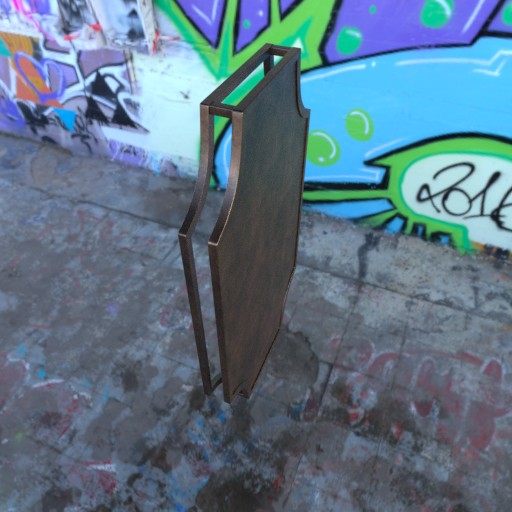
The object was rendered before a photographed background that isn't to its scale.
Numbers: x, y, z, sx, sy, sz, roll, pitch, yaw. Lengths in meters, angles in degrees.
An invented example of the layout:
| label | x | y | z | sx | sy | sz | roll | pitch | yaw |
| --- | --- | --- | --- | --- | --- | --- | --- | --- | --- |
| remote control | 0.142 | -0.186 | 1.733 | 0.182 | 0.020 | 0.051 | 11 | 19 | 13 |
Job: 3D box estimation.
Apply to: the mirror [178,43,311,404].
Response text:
| label | x | y | z | sx | sy | sz | roll | pitch | yaw |
| --- | --- | --- | --- | --- | --- | --- | --- | --- | --- |
| mirror | 0.000 | 0.000 | 0.983 | 0.066 | 0.811 | 0.462 | 16 | 47 | 16 |
